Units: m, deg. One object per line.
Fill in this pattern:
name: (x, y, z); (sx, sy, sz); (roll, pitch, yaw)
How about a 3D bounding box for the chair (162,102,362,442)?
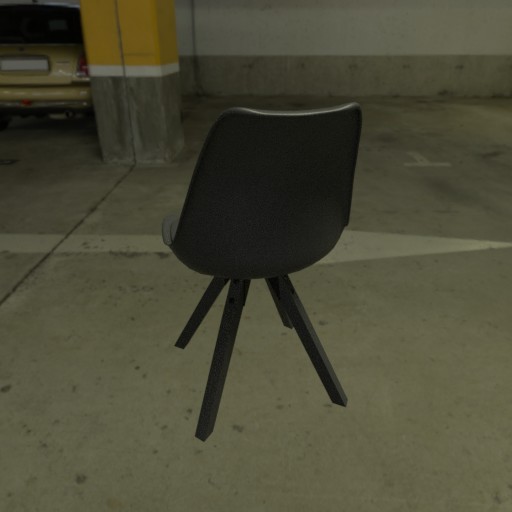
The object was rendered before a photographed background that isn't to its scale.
chair: (0.000, 0.000, 1.209); (0.485, 0.850, 0.550); (-8, 27, -15)
